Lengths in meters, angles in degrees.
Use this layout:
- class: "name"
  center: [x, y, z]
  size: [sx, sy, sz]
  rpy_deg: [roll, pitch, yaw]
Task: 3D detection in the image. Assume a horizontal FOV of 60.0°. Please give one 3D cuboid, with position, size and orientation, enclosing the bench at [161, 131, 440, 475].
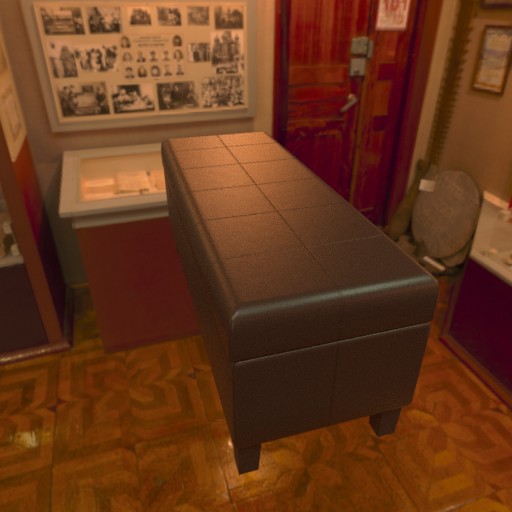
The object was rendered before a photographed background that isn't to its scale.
- class: "bench"
  center: [0.000, 0.000, 1.339]
  size: [0.429, 0.457, 1.092]
  rpy_deg: [-9, 32, -14]
